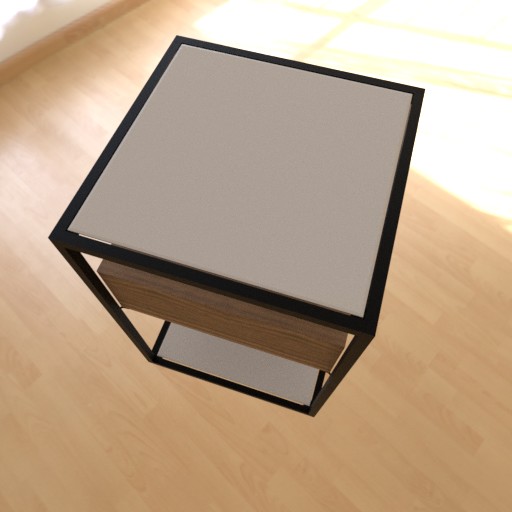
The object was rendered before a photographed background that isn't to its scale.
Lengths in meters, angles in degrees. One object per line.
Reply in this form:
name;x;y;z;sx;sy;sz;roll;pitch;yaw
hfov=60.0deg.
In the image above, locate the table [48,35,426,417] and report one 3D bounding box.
table;0.000;0.000;0.801;0.378;0.540;0.378;16;63;8
